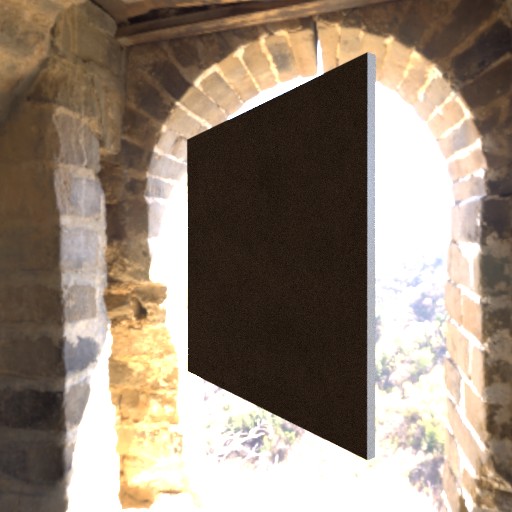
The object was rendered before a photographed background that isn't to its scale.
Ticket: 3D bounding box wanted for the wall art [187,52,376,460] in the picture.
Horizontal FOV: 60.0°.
[{"bbox_3d":[0.000,0.000,0.995,0.020,0.661,0.664,0,0,-35],"label":"wall art"}]
